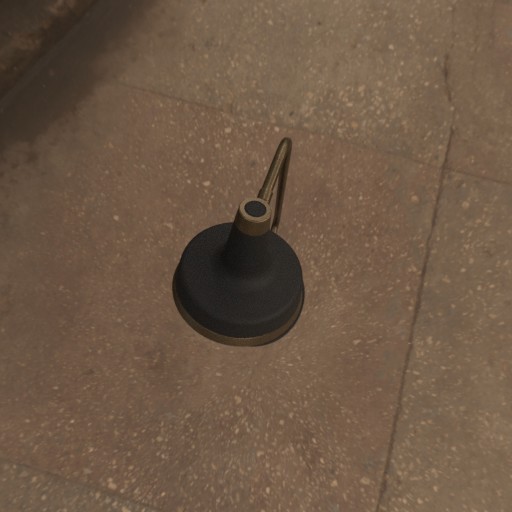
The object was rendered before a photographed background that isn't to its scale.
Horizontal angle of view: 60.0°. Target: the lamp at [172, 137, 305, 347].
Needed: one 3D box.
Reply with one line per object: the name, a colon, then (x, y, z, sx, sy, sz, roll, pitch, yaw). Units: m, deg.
lamp: (0.000, 0.000, 0.514, 0.162, 0.385, 0.218, 18, 77, 4)
